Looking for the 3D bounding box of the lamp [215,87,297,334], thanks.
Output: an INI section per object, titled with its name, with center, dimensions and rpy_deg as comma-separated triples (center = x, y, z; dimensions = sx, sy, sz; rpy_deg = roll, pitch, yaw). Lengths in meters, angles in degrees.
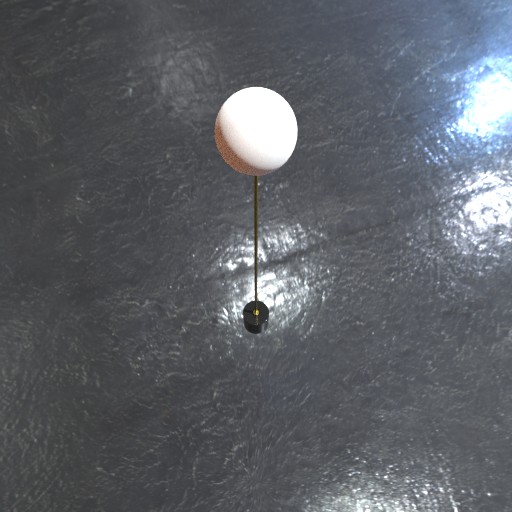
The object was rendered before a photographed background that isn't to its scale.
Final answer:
[lamp]
center = 0.000, 0.000, 1.903
dimensions = 0.229, 1.748, 0.229
rpy_deg = -17, 64, -8
